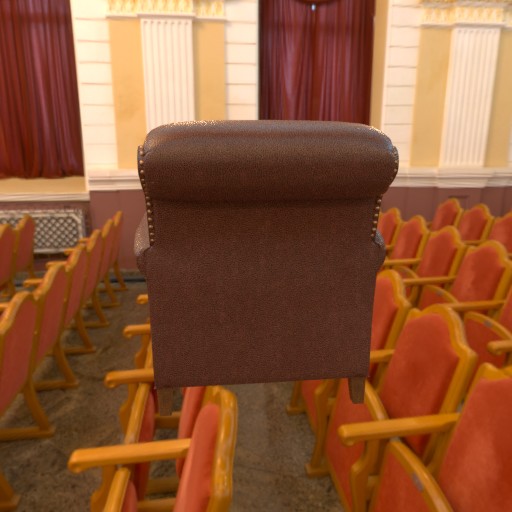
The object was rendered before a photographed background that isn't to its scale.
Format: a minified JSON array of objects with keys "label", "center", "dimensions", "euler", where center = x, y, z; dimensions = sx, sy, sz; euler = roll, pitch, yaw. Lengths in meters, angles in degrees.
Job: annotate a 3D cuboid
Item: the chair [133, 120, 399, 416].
[{"label":"chair","center":[0.000,0.000,1.638],"dimensions":[0.854,0.927,0.890],"euler":[-2,14,-6]}]
